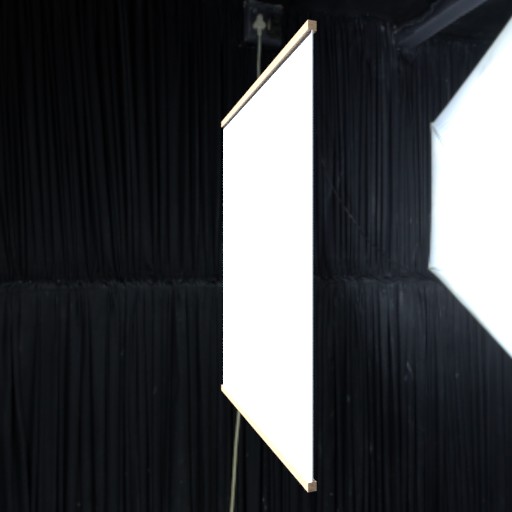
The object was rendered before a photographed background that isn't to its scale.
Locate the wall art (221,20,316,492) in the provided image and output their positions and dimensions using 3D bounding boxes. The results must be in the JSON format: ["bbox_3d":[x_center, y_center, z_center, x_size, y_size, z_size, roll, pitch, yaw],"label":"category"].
[{"bbox_3d":[0.000,0.000,0.790,0.012,0.608,0.459,0,0,-18],"label":"wall art"}]
